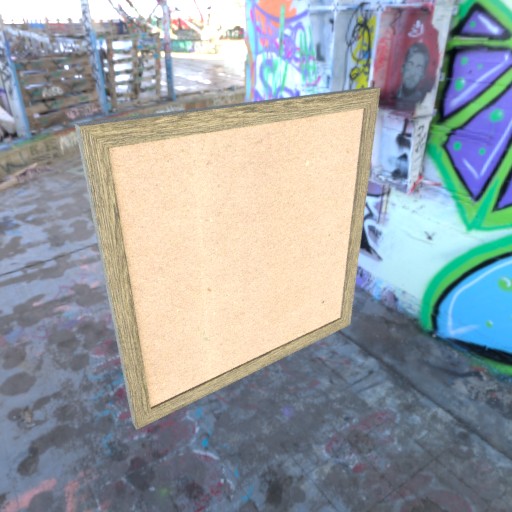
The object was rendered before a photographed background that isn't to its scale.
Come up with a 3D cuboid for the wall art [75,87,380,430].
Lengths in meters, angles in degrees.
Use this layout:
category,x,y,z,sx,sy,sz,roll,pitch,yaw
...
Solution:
category,x,y,z,sx,sy,sz,roll,pitch,yaw
wall art,0.000,0.000,0.765,0.508,0.508,0.019,-19,34,-30
